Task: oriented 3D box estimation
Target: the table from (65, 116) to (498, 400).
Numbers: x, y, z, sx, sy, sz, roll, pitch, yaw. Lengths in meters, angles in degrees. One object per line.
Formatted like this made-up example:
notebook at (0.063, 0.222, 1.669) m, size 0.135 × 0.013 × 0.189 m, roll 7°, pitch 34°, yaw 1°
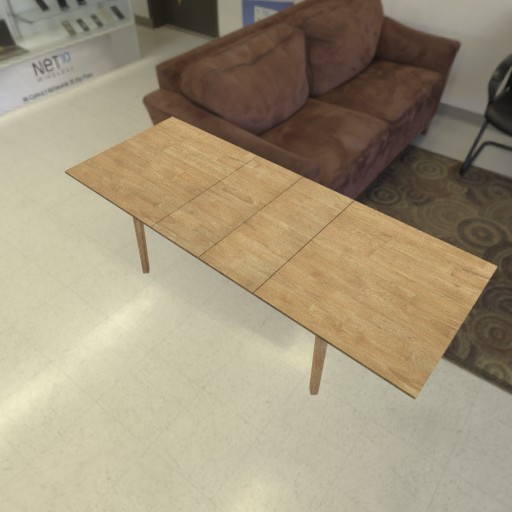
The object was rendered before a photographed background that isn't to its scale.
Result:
table at (0.000, 0.000, 3.003) m, size 2.603 × 0.752 × 1.000 m, roll 31°, pitch 53°, yaw 27°
